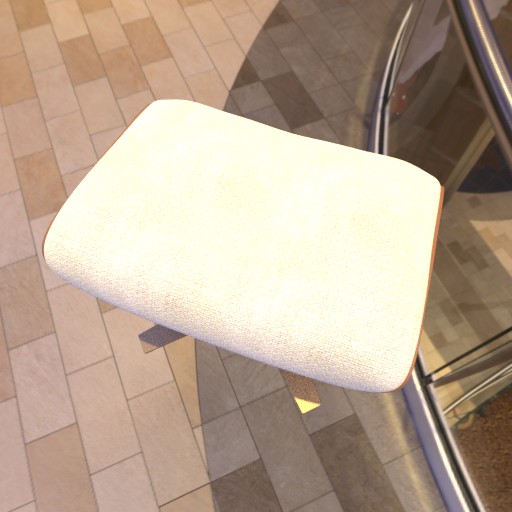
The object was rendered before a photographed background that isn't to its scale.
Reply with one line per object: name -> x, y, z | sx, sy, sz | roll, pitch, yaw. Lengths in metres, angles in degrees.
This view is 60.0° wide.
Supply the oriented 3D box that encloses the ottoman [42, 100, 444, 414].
ottoman -> 0.000, 0.000, 0.787 | 0.520, 0.391, 0.394 | 18, 65, 9
